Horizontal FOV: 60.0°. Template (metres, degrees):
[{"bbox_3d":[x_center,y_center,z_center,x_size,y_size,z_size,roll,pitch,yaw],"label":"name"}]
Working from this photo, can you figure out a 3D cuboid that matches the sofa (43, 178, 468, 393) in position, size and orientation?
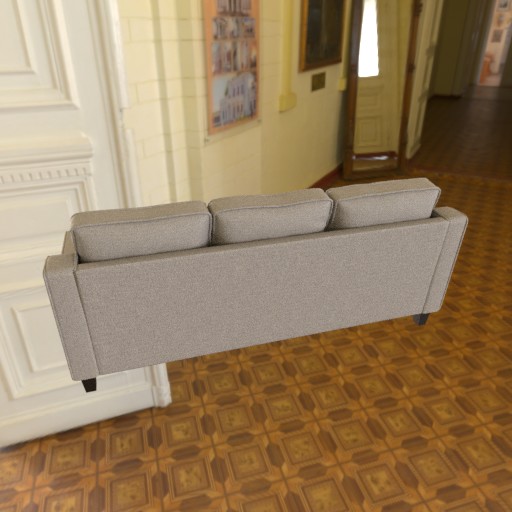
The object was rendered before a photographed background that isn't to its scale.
[{"bbox_3d":[0.000,0.000,2.625,2.129,0.950,0.899,-8,29,-15],"label":"sofa"}]
